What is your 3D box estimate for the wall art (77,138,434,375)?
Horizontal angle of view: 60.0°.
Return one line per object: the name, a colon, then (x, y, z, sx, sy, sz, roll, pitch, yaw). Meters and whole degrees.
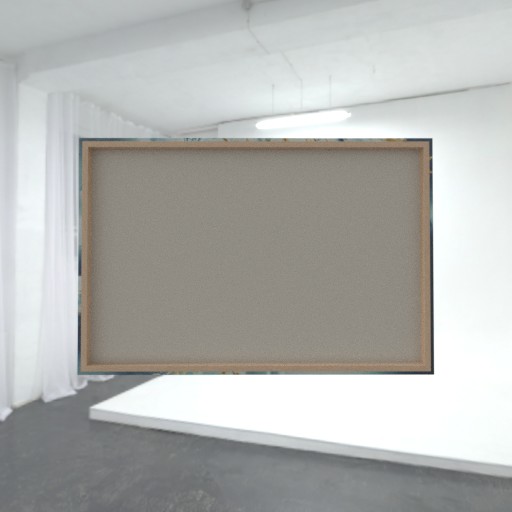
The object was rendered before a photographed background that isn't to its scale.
wall art: (0.000, 0.000, 1.157, 0.912, 0.608, 0.038, 0, -1, 0)
